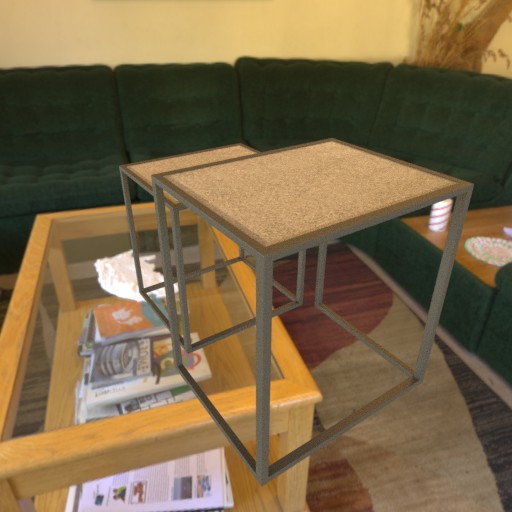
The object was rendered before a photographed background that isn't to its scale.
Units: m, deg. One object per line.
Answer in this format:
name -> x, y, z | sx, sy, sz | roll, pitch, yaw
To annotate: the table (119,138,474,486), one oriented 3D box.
table -> 0.000, 0.000, 1.170 | 0.508, 0.540, 0.788 | -19, 35, -29
